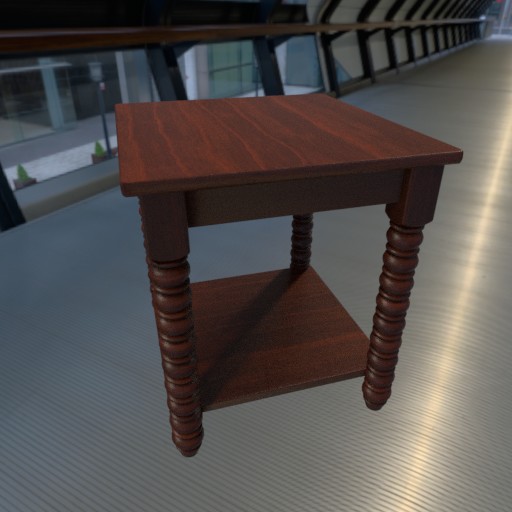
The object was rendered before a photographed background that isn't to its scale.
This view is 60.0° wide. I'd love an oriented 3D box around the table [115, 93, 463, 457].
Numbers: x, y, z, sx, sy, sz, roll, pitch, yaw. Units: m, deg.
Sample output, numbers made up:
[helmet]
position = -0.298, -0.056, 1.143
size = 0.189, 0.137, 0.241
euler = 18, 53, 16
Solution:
[table]
position = 0.000, 0.000, 0.960
size = 0.500, 0.567, 0.533
euler = -8, 30, -14
